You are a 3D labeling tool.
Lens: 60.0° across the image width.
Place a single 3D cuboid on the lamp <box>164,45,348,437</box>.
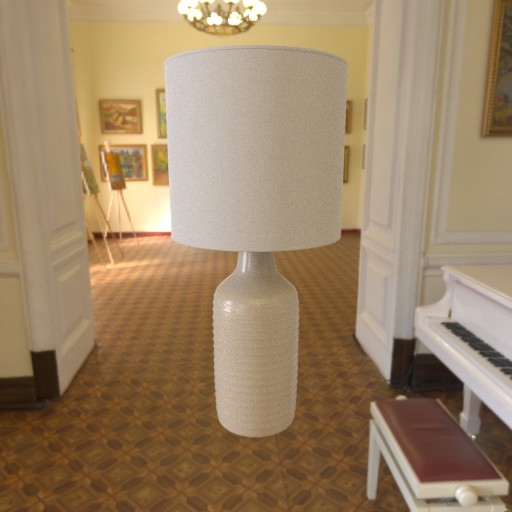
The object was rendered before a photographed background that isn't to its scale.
[{"bbox_3d":[0.000,0.000,0.595,0.220,0.475,0.220,2,13,9],"label":"lamp"}]
